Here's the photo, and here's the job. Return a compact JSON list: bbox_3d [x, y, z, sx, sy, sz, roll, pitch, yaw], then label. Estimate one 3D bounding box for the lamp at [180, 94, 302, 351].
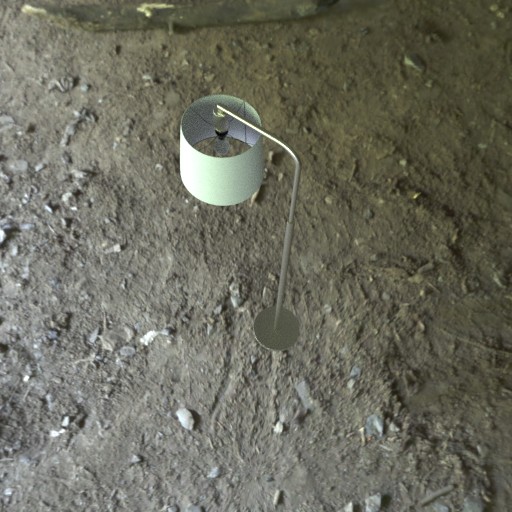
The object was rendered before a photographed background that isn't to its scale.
[{"bbox_3d":[0.000,0.000,1.749,0.508,1.478,0.254,31,68,14],"label":"lamp"}]
